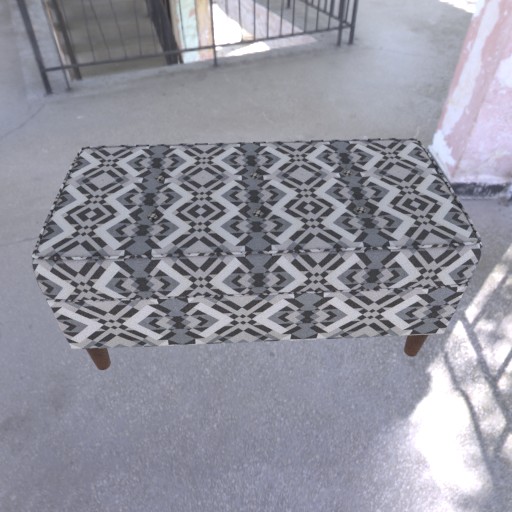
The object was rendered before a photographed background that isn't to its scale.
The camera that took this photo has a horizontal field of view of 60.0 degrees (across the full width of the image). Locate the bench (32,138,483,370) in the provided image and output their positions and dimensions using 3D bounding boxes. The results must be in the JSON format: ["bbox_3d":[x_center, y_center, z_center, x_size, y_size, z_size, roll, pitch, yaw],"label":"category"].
[{"bbox_3d":[0.000,0.000,1.285,1.016,0.477,0.492,-2,44,-2],"label":"bench"}]
